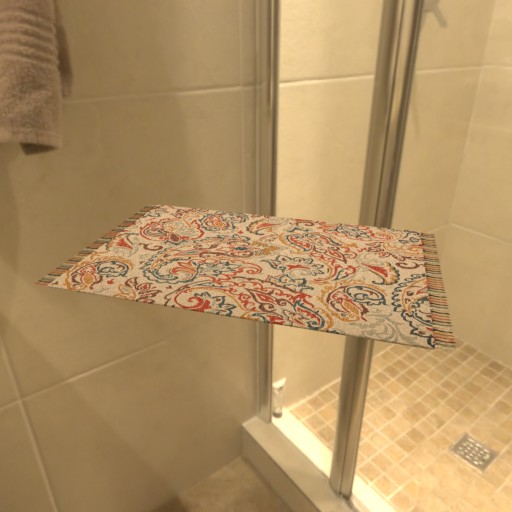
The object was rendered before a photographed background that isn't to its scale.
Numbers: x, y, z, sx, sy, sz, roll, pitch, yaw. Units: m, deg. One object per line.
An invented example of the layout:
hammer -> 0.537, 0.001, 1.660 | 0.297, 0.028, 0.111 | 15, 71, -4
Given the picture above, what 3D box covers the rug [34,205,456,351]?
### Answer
rug -> 0.000, 0.000, 2.513 | 1.997, 0.010, 1.218 | 7, 27, 14
